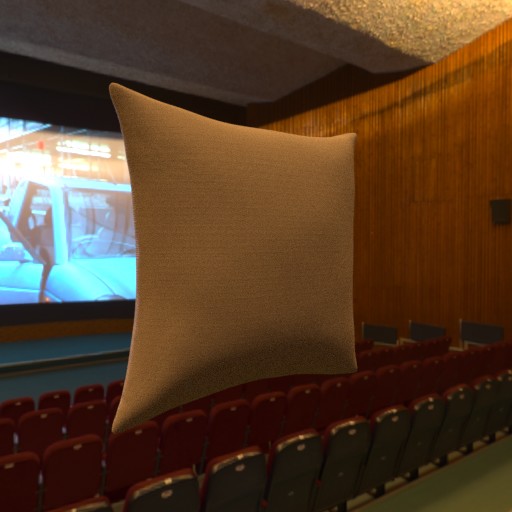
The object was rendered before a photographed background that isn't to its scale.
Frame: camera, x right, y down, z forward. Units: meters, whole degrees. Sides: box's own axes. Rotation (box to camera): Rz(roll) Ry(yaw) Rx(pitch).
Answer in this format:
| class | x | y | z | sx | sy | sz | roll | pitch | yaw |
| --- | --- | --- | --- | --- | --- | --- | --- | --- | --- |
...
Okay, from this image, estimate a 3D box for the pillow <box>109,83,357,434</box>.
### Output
| class | x | y | z | sx | sy | sz | roll | pitch | yaw |
| --- | --- | --- | --- | --- | --- | --- | --- | --- | --- |
| pillow | 0.000 | 0.000 | 0.777 | 0.512 | 0.497 | 0.204 | -1 | 2 | -36 |
